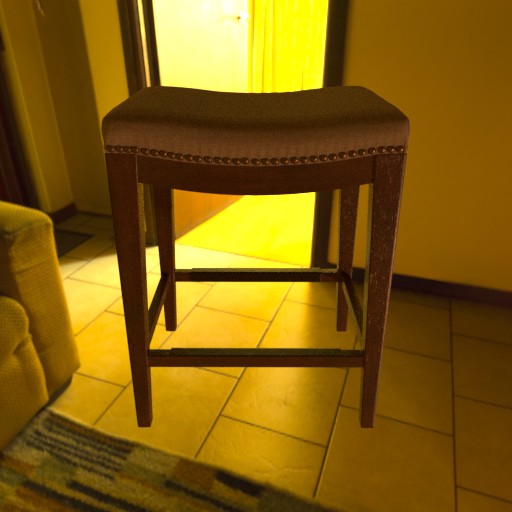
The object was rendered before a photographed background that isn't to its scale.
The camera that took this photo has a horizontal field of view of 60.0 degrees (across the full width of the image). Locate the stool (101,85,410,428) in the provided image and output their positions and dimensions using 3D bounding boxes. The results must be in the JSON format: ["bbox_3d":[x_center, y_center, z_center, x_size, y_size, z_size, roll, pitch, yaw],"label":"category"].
[{"bbox_3d":[0.000,0.000,0.955,0.508,0.660,0.356,0,28,0],"label":"stool"}]
